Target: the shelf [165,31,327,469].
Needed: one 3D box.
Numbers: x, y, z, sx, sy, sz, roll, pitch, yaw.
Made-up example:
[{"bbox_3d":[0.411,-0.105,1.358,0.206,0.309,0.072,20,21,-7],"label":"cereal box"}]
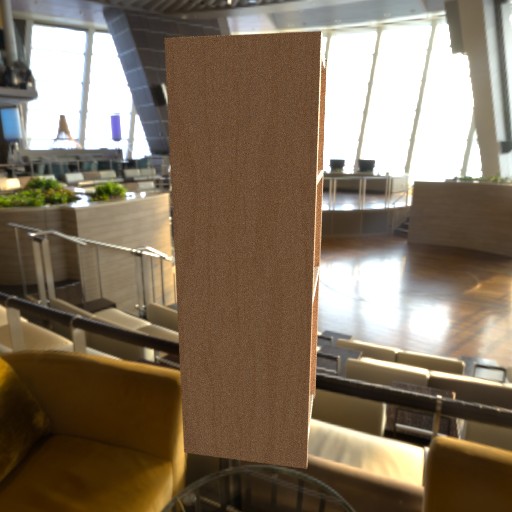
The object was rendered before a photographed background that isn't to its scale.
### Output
[{"bbox_3d":[0.000,0.000,1.054,0.290,0.900,0.300,3,15,10],"label":"shelf"}]
